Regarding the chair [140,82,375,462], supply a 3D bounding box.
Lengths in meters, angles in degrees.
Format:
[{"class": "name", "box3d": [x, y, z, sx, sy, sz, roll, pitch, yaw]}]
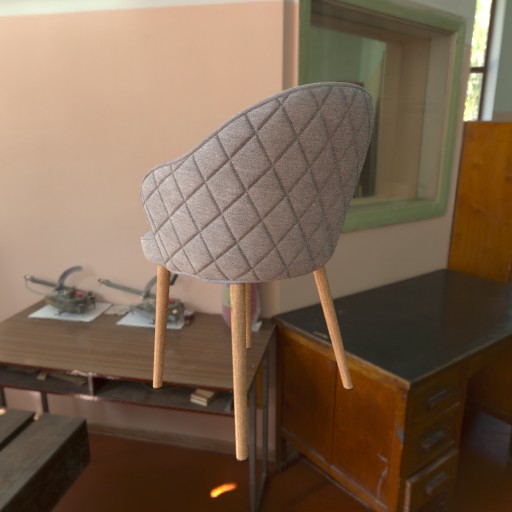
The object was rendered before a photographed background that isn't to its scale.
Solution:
[{"class": "chair", "box3d": [0.000, 0.000, 1.151, 0.540, 0.800, 0.530, -14, 20, -43]}]
